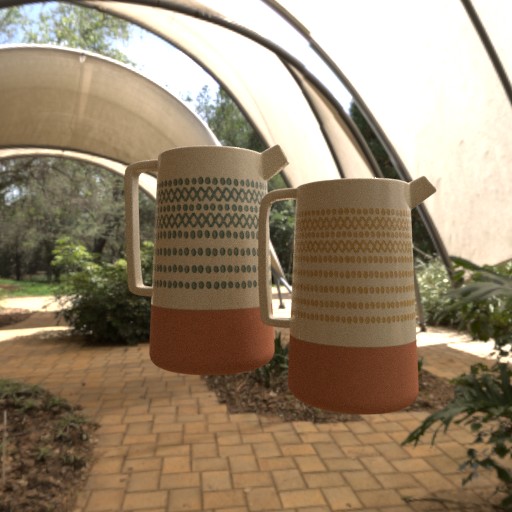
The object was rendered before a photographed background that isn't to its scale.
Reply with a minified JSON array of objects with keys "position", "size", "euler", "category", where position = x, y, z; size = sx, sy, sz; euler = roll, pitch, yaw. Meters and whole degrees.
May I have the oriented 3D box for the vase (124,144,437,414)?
[{"position":[0.000,0.000,0.462],"size":[0.168,0.247,0.326],"euler":[0,1,-37],"category":"vase"}]
